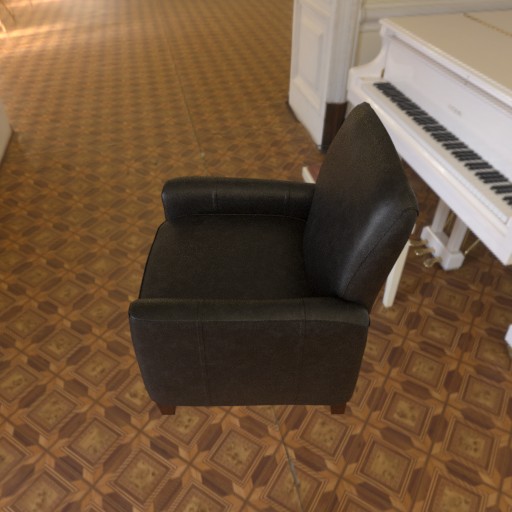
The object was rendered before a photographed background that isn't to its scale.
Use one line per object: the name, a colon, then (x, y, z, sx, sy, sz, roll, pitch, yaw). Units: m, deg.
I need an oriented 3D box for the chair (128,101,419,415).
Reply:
chair: (0.000, 0.000, 1.693, 0.864, 1.014, 0.848, 0, 41, 0)
